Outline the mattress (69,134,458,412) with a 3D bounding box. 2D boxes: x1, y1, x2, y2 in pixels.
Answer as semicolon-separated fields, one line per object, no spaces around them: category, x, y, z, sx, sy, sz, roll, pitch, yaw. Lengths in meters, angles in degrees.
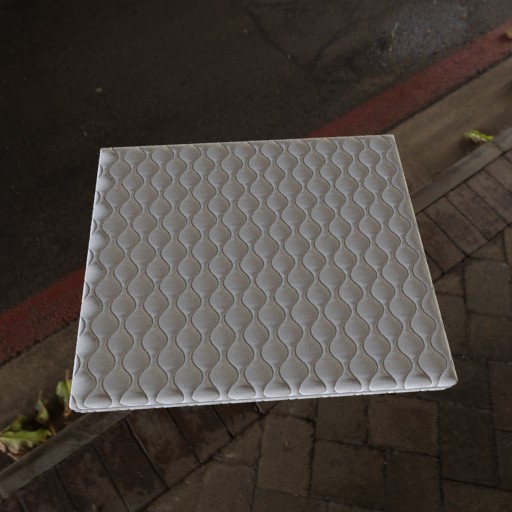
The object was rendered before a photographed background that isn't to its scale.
mattress;0.000;0.000;2.567;1.900;0.200;1.600;-3;63;-2
